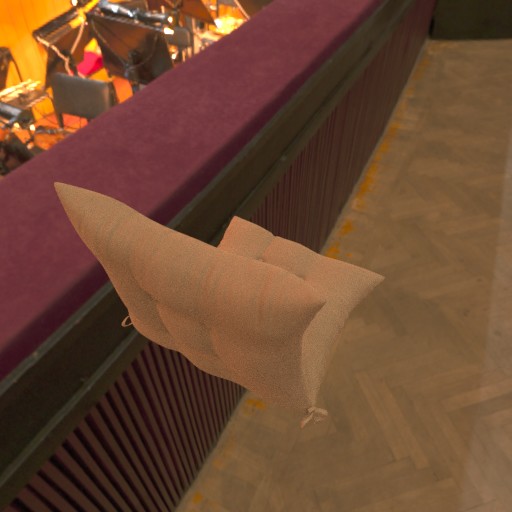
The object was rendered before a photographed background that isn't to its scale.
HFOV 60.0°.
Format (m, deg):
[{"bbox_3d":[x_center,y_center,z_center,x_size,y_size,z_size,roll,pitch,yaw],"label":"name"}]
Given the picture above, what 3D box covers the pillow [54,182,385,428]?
[{"bbox_3d":[0.000,0.000,1.001,0.541,0.536,0.585,23,50,21],"label":"pillow"}]
